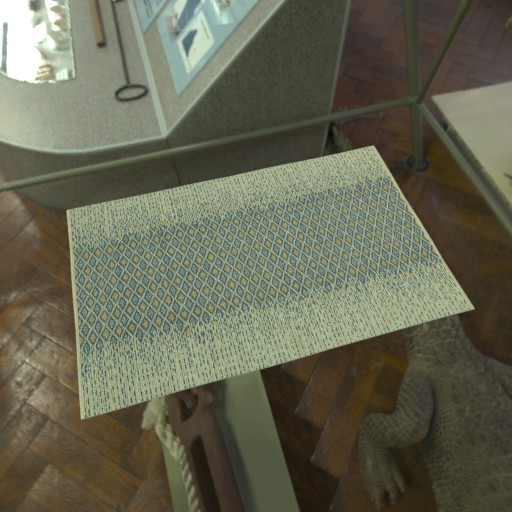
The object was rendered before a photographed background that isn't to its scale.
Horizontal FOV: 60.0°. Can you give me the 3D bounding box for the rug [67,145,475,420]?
[{"bbox_3d":[0.000,0.000,3.031,2.448,0.008,1.541,-14,58,-9],"label":"rug"}]
